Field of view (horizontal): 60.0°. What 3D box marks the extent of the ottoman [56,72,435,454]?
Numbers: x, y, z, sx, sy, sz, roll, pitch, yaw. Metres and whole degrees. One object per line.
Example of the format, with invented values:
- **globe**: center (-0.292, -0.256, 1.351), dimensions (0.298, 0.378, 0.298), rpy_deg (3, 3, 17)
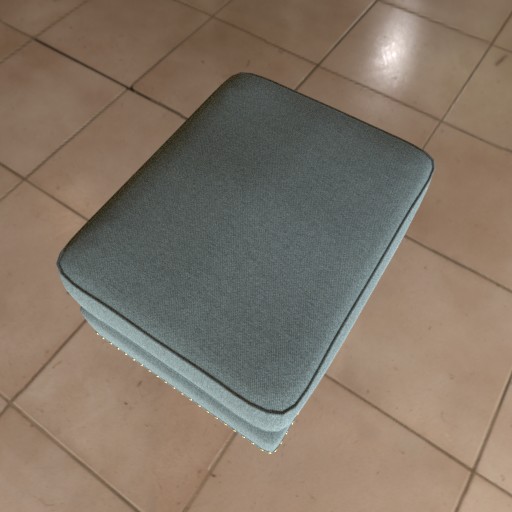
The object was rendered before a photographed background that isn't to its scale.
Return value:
- **ottoman**: center (0.000, 0.000, 1.139), dimensions (0.589, 0.537, 0.738), rpy_deg (30, 66, 15)
